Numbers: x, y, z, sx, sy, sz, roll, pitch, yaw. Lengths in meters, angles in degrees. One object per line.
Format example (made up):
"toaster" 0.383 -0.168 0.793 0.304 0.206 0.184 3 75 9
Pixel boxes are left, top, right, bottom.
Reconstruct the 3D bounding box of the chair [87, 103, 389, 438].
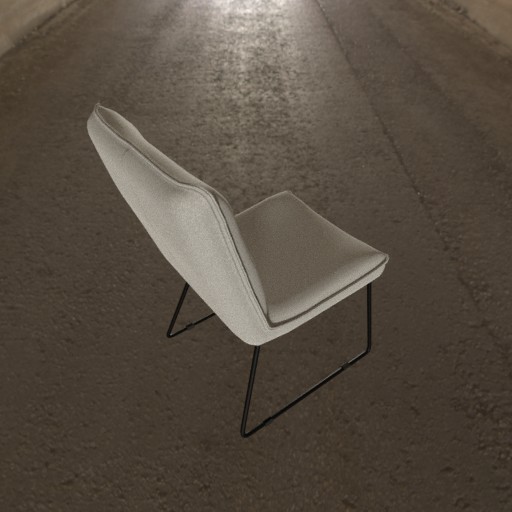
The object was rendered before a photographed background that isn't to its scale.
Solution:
"chair" 0.000 0.000 1.341 0.688 0.930 0.515 -26 46 -27
